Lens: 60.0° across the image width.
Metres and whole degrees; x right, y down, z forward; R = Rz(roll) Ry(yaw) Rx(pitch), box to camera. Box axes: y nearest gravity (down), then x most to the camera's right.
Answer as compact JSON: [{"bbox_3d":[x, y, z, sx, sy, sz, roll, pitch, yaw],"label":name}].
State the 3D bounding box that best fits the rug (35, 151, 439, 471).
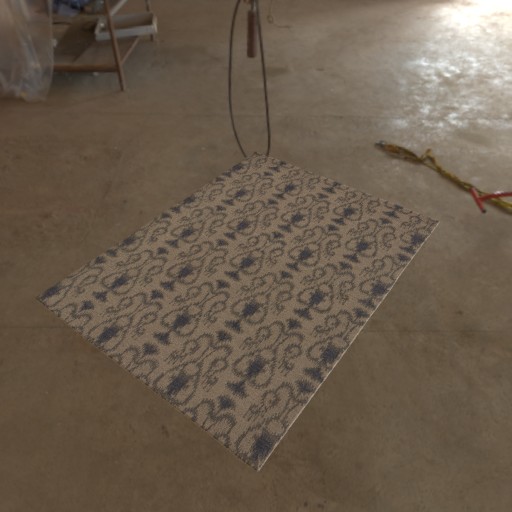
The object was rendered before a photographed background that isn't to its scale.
[{"bbox_3d":[0.000,0.000,4.261,2.437,0.015,3.205,27,49,26],"label":"rug"}]
